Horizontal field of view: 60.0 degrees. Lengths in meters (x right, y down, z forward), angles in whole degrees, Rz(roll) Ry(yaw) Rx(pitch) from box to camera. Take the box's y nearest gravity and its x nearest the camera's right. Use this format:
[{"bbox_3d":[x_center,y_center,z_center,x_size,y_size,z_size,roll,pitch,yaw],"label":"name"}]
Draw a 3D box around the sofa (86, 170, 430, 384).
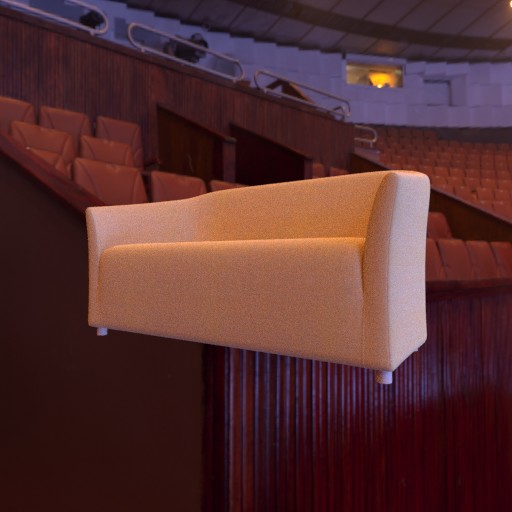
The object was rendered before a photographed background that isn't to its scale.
[{"bbox_3d":[0.000,0.000,1.884,1.452,0.721,0.705,0,-1,36],"label":"sofa"}]
